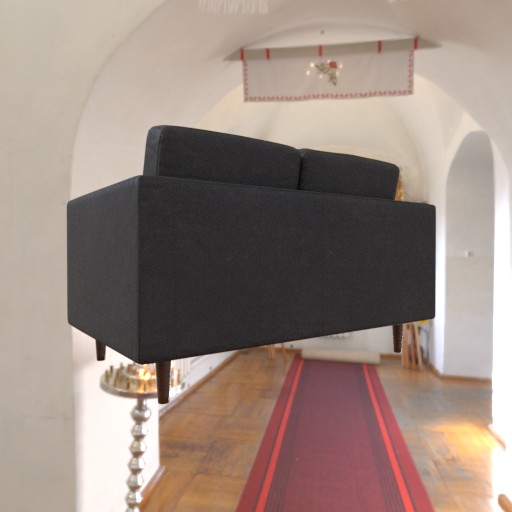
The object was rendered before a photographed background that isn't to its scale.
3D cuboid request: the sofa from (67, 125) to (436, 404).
[{"bbox_3d":[0.000,0.000,1.994,1.430,0.899,0.879,-1,1,-36],"label":"sofa"}]
